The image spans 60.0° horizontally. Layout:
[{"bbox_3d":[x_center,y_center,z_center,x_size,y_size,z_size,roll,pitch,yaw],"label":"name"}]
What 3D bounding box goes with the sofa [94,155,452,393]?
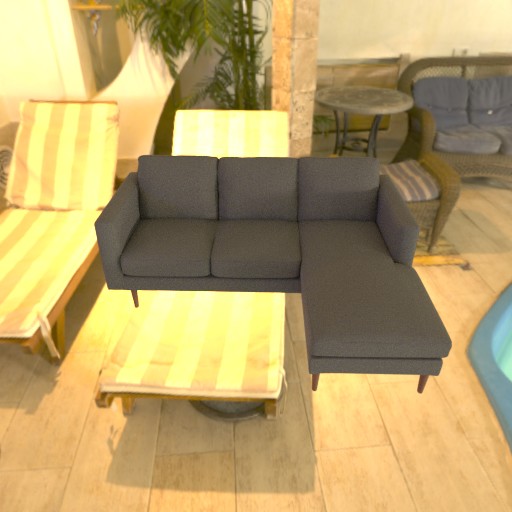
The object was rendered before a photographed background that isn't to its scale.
[{"bbox_3d":[0.000,0.000,2.906,2.031,0.897,1.591,1,32,1],"label":"sofa"}]
